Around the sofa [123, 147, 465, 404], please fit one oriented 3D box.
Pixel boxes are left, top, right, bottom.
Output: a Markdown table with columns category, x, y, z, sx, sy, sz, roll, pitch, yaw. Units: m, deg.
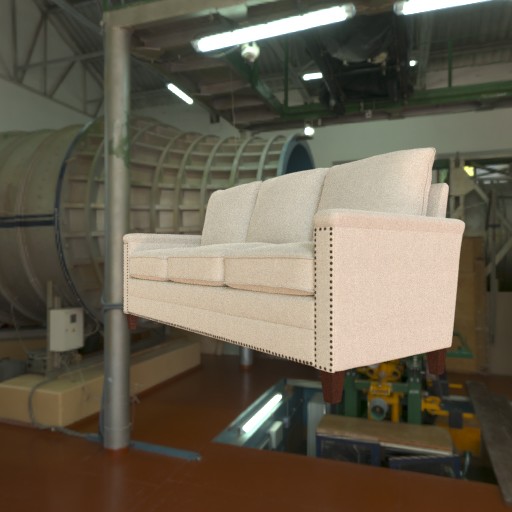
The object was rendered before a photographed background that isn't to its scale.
| category | x | y | z | sx | sy | sz | roll | pitch | yaw |
| --- | --- | --- | --- | --- | --- | --- | --- | --- | --- |
| sofa | 0.000 | 0.000 | 2.389 | 0.828 | 0.961 | 1.925 | 0 | 0 | -36 |
